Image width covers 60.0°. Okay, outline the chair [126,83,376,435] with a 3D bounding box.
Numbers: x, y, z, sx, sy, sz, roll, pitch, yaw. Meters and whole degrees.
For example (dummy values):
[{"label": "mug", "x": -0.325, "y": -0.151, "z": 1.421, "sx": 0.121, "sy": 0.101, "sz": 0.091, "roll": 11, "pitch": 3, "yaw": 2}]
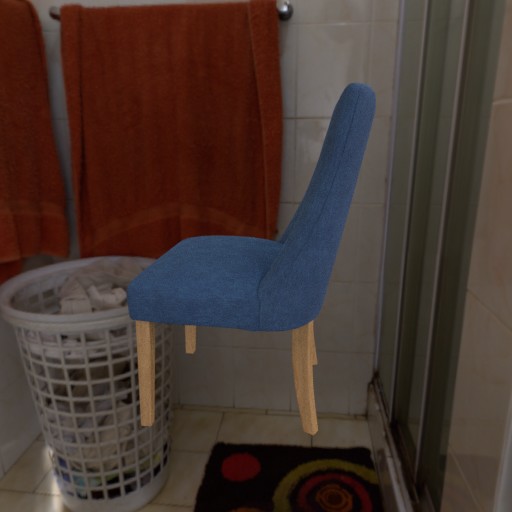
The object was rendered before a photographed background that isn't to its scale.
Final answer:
[{"label": "chair", "x": 0.000, "y": 0.000, "z": 1.290, "sx": 0.609, "sy": 0.902, "sz": 0.495, "roll": 2, "pitch": 16, "yaw": 8}]
